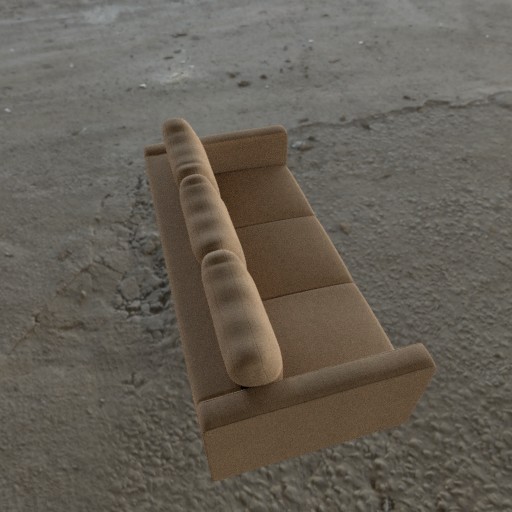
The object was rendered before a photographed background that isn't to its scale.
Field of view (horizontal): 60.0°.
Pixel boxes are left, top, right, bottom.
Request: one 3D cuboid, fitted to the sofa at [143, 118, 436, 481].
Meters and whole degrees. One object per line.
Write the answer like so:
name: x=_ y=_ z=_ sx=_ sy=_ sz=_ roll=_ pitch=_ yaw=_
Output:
sofa: x=0.000 y=0.000 z=2.339 sx=0.930 sy=0.800 sz=1.855 roll=-12 pitch=47 yaw=-11
